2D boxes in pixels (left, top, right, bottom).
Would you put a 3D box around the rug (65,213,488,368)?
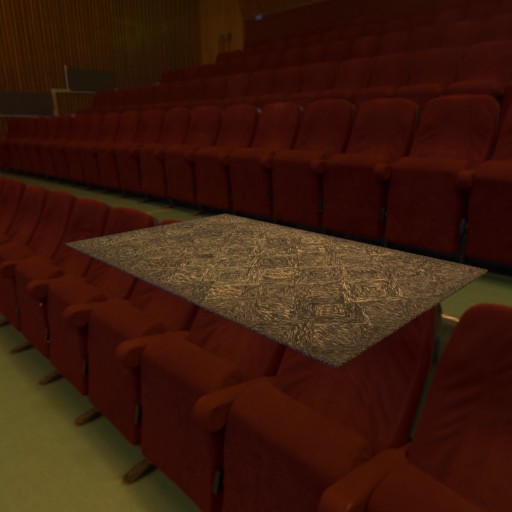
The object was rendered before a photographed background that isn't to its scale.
[{"bbox_3d":[0.000,0.000,2.150,1.139,0.010,1.754,-16,23,-42],"label":"rug"}]
